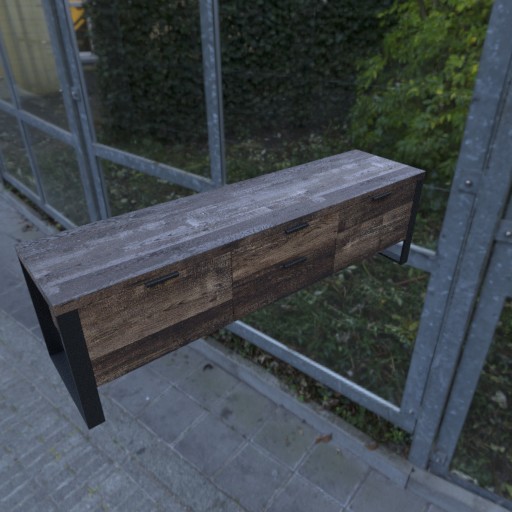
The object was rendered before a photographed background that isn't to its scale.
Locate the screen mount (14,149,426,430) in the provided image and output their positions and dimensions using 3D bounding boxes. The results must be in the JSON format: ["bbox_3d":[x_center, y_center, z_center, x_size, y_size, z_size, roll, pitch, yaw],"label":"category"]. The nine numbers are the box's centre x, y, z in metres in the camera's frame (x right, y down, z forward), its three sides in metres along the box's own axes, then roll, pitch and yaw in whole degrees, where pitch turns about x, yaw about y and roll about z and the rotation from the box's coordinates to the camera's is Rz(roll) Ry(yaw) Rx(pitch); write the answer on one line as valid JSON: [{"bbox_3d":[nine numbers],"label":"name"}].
[{"bbox_3d":[0.000,0.000,1.706,1.524,0.450,0.395,-22,37,-32],"label":"screen mount"}]
